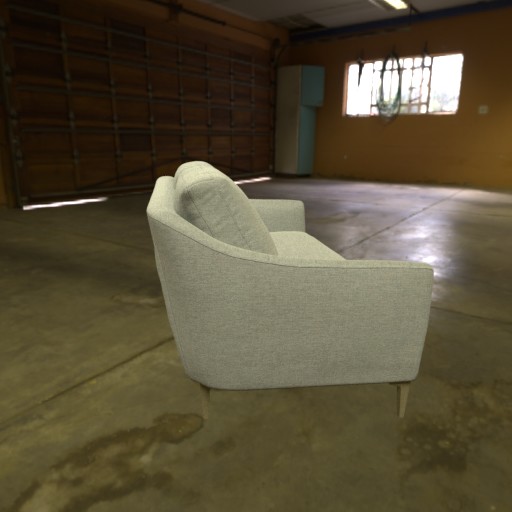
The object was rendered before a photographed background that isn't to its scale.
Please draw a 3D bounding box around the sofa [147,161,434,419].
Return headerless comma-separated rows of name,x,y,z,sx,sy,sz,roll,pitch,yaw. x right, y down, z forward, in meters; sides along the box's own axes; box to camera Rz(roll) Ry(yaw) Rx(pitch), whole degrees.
sofa,0.000,0.000,2.199,0.960,0.904,1.619,-3,15,-10
